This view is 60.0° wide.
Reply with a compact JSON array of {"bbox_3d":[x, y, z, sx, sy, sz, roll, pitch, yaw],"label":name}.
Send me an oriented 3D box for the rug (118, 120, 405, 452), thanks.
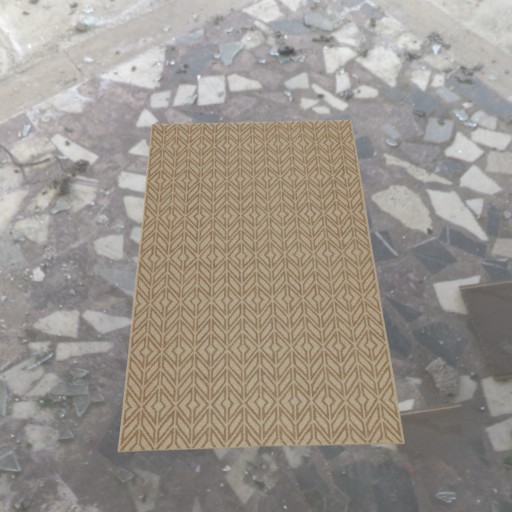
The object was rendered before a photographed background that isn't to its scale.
[{"bbox_3d":[0.000,0.000,2.294,1.220,0.007,1.828,-1,63,-1],"label":"rug"}]
